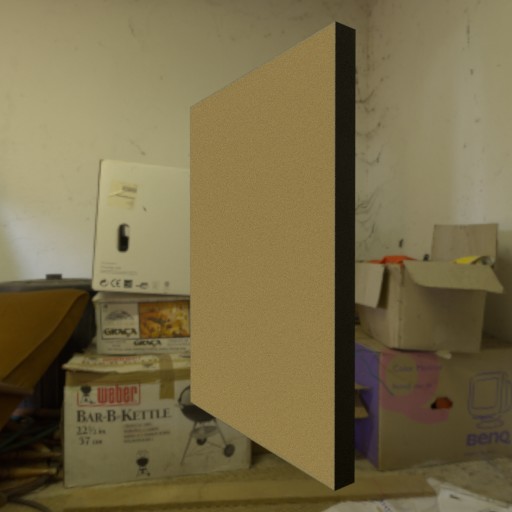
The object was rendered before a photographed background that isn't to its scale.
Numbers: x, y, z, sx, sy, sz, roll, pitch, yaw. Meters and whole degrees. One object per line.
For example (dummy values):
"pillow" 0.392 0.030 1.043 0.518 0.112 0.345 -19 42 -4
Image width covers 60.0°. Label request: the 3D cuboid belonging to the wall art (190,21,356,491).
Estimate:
"wall art" 0.000 0.000 0.568 0.031 0.457 0.313 0 1 -35
